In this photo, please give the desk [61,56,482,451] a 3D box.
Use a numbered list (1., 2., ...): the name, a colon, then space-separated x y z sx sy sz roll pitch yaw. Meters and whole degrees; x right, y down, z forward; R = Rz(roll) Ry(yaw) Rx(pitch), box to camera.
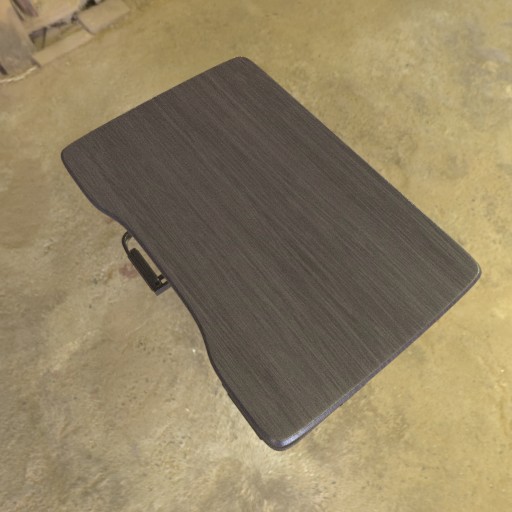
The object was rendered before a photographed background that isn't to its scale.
1. desk: 0.000 0.000 1.150 0.546 0.470 0.820 -35 68 -16
